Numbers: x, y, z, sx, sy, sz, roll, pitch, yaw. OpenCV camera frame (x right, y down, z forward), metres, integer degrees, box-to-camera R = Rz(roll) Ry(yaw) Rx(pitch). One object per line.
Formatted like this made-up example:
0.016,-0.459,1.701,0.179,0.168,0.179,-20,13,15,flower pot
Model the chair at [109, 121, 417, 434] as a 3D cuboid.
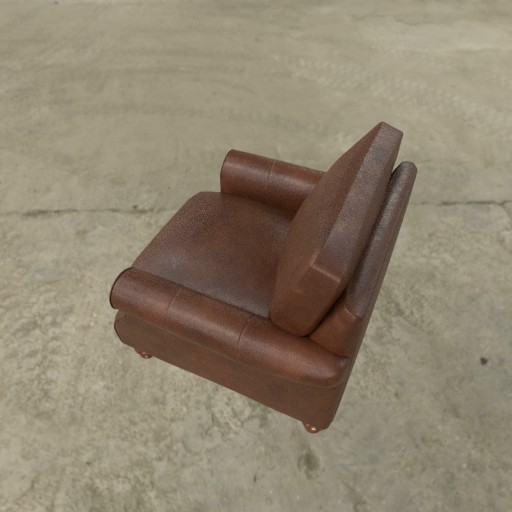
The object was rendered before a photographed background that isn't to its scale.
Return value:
0.000,0.000,1.790,0.992,0.972,0.989,19,50,17,chair
